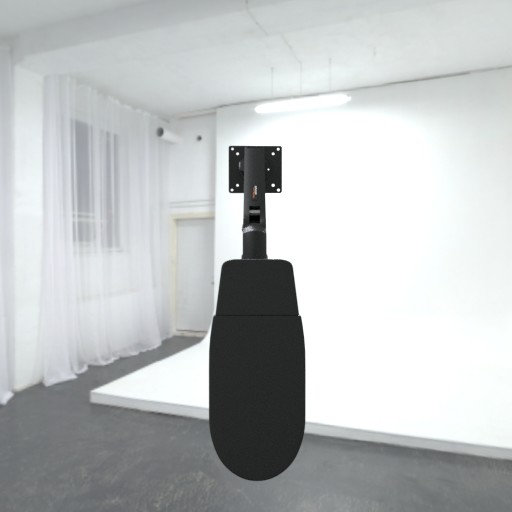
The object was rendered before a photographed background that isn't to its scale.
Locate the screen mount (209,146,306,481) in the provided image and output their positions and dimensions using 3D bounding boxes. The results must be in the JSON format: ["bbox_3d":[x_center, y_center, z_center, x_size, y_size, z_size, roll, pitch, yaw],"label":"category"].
[{"bbox_3d":[0.000,0.000,0.710,0.115,0.466,0.495,0,1,0],"label":"screen mount"}]
